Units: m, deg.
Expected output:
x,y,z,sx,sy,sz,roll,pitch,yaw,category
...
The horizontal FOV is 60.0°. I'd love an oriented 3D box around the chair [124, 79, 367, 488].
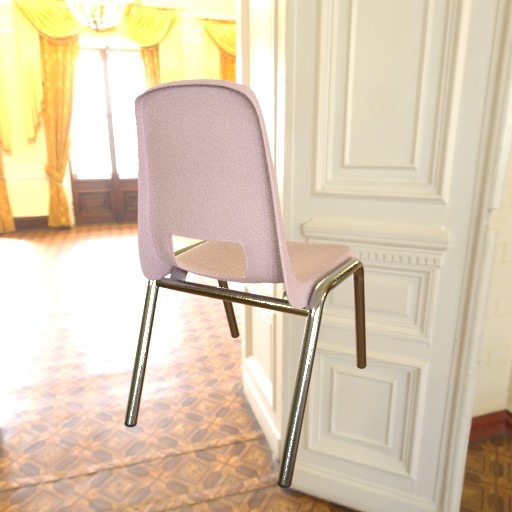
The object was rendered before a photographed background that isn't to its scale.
x,y,z,sx,sy,sz,roll,pitch,yaw,category
0.000,0.000,0.833,0.354,0.586,0.423,8,18,26,chair
